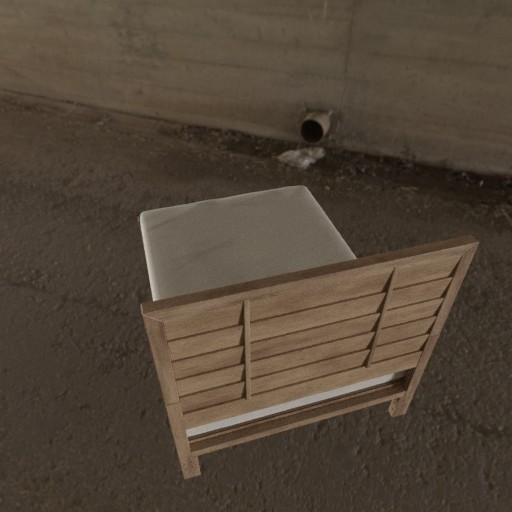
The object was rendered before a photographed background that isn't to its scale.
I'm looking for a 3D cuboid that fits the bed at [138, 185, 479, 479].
[{"bbox_3d":[0.000,0.000,3.311,1.626,1.626,2.197,-11,43,-12],"label":"bed"}]
